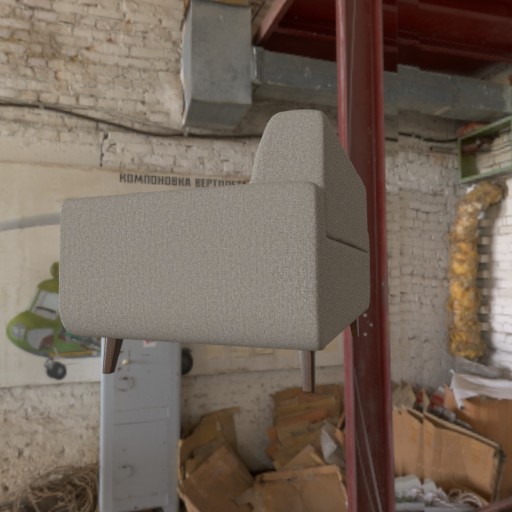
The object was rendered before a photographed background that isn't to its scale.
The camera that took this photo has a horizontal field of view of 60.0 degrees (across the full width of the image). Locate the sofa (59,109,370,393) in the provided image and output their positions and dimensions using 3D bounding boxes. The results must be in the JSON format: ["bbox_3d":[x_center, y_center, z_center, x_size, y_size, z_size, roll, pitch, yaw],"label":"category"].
[{"bbox_3d":[0.000,0.000,2.182,0.952,0.925,1.651,-1,-2,19],"label":"sofa"}]
